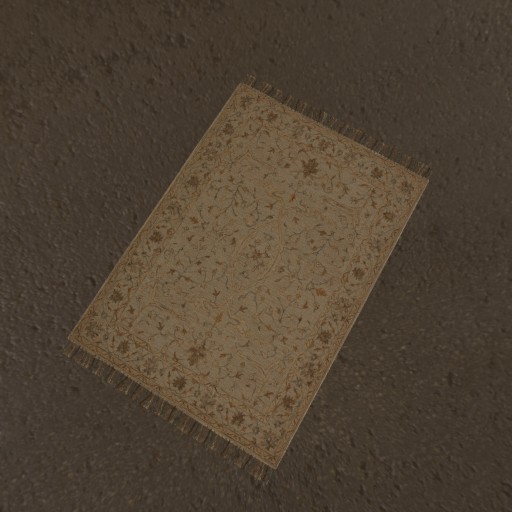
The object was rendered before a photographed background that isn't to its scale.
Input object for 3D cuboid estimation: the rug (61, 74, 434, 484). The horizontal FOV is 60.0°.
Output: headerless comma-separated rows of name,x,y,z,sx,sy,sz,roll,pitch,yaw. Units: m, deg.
rug,0.000,0.000,2.342,1.218,0.017,1.861,30,78,7
